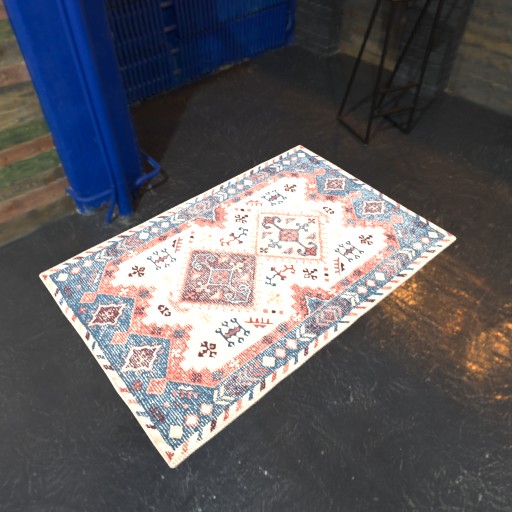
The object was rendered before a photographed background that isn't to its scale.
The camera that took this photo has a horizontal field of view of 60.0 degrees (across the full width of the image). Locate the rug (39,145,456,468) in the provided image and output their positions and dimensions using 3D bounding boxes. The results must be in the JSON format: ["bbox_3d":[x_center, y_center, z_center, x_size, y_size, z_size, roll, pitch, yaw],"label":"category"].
[{"bbox_3d":[0.000,0.000,2.316,1.840,0.015,1.225,-32,54,-27],"label":"rug"}]
